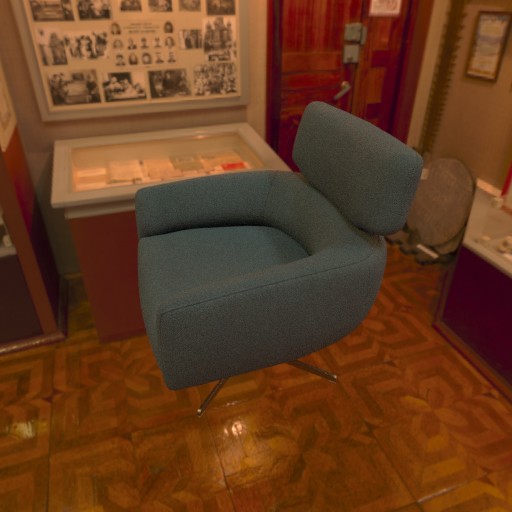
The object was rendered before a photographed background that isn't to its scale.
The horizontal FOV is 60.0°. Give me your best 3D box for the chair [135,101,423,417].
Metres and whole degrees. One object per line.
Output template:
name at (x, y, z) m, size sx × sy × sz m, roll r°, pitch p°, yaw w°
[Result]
chair at (0.000, 0.000, 1.433) m, size 0.761 × 0.813 × 0.738 m, roll -9°, pitch 33°, yaw -15°
